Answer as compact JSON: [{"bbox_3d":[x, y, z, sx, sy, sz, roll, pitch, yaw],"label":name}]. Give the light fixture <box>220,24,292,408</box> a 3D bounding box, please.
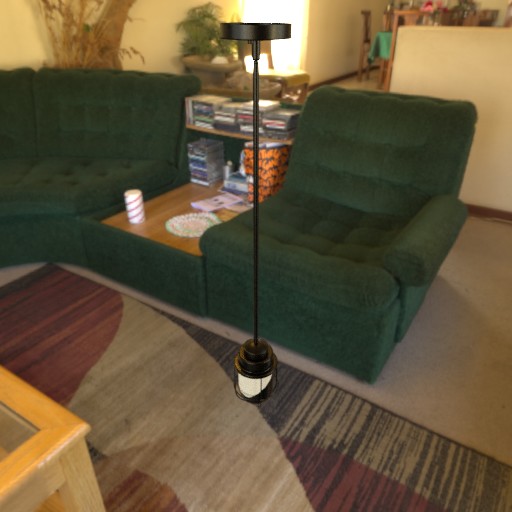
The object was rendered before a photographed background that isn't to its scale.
[{"bbox_3d":[0.000,0.000,0.990,0.123,0.920,0.123,8,31,13],"label":"light fixture"}]
